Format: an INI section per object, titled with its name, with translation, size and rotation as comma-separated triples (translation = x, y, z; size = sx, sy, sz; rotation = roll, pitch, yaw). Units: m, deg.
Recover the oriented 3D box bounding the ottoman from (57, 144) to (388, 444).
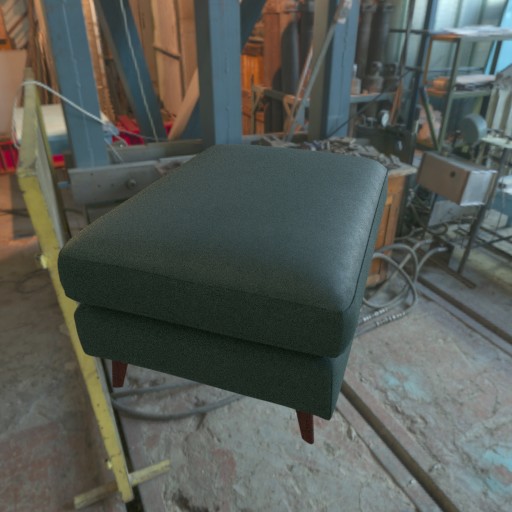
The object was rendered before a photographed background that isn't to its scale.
[ottoman]
translation = 0.000, 0.000, 1.186
size = 0.608, 0.449, 0.811
rotation = 10, 31, 17
